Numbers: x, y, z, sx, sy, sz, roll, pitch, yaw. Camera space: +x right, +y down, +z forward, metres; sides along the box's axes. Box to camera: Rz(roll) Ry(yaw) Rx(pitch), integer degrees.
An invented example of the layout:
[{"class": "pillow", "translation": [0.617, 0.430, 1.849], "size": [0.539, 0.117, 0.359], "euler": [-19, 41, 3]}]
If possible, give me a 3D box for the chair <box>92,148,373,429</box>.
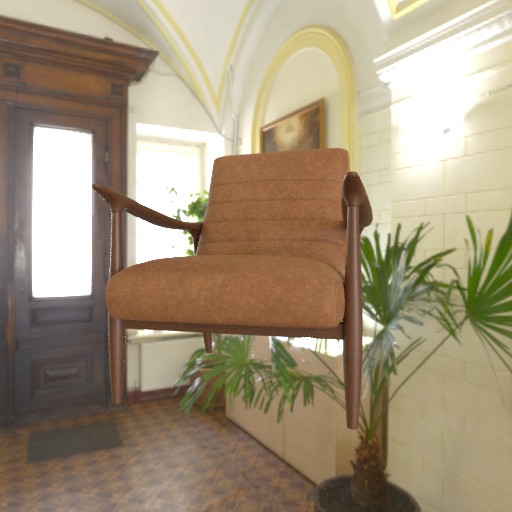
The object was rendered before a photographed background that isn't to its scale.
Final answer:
[{"class": "chair", "translation": [0.000, 0.000, 1.455], "size": [0.741, 0.832, 0.798], "euler": [0, 1, 15]}]
